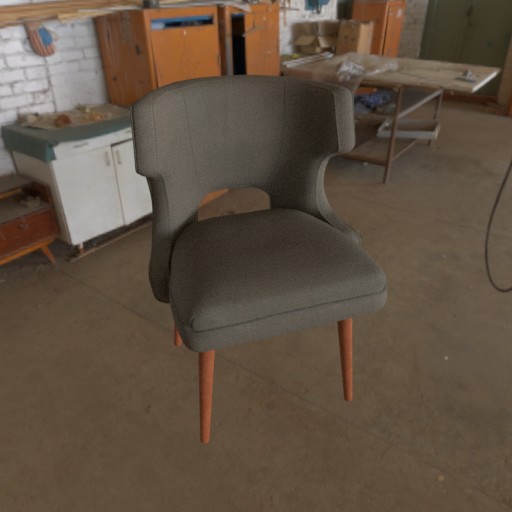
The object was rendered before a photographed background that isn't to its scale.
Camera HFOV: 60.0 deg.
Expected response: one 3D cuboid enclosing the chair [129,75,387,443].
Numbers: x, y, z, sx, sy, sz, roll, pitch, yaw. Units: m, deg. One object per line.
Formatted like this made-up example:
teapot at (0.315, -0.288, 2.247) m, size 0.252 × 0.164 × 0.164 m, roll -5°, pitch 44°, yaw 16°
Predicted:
chair at (0.000, 0.000, 1.232) m, size 0.595 × 0.863 × 0.581 m, roll -10°, pitch 33°, yaw -16°
